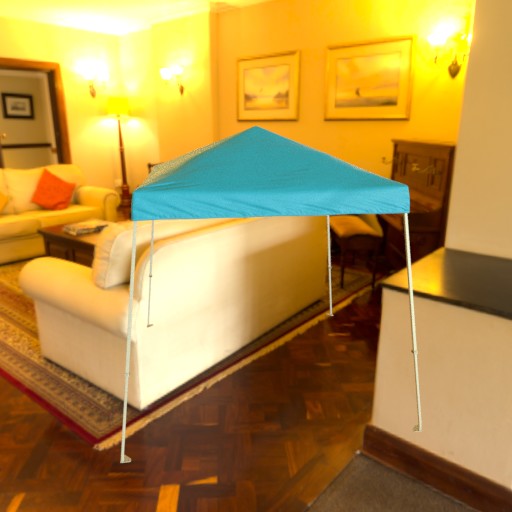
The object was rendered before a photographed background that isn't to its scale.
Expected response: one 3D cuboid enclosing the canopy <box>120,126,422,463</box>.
[{"bbox_3d":[0.000,0.000,5.060,2.850,2.850,2.849,-2,17,-8],"label":"canopy"}]
